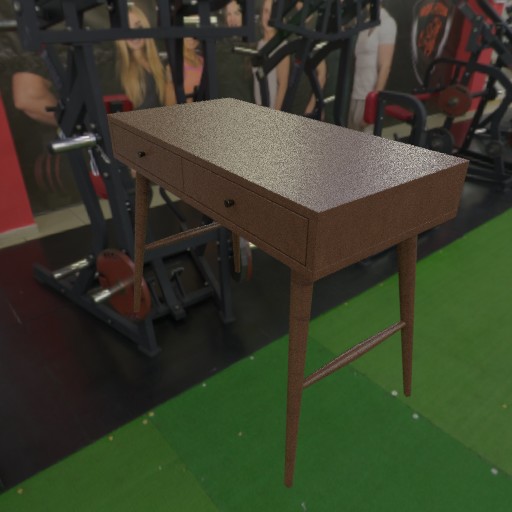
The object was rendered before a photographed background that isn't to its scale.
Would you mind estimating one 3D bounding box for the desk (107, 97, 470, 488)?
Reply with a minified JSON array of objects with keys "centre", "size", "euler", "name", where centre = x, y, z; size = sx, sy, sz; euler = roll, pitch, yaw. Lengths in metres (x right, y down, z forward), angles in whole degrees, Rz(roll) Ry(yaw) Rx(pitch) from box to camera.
[{"centre":[0.000,0.000,1.380],"size":[0.510,0.758,0.949],"euler":[-21,36,-32],"name":"desk"}]
